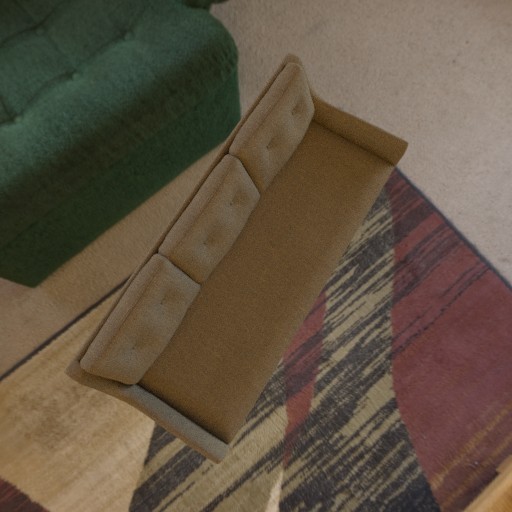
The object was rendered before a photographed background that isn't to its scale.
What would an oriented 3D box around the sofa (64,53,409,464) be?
[{"bbox_3d":[0.000,0.000,2.524,0.849,0.837,2.060,31,78,7],"label":"sofa"}]
